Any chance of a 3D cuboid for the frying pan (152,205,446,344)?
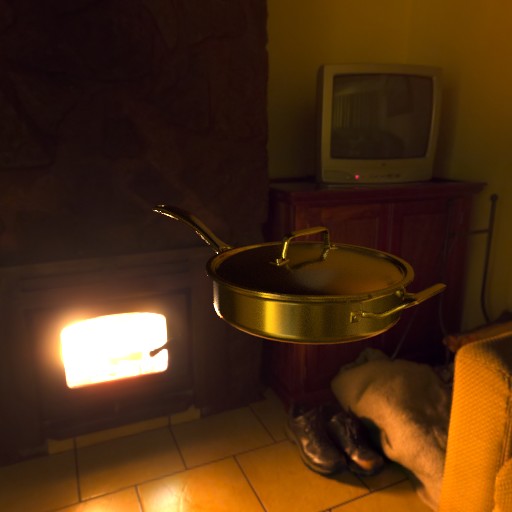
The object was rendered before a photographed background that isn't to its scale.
[{"bbox_3d":[0.000,0.000,0.684,0.280,0.114,0.561,-14,20,-42],"label":"frying pan"}]
